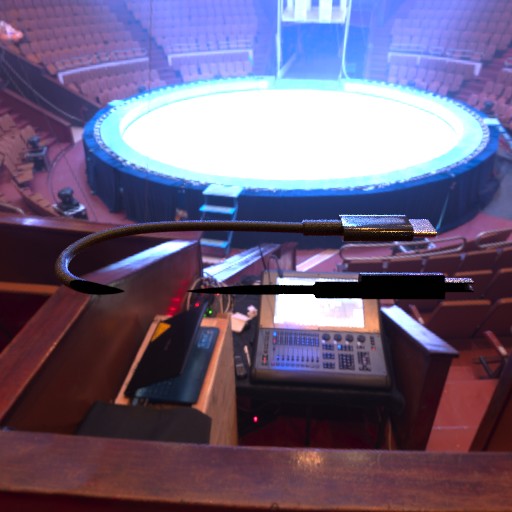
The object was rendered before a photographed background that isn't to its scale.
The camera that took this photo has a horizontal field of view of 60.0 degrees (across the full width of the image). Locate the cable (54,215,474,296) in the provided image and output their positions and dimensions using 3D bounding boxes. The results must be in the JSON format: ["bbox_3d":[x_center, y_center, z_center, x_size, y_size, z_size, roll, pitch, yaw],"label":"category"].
[{"bbox_3d":[0.000,0.000,0.112,0.098,0.005,0.041,0,31,0],"label":"cable"}]
